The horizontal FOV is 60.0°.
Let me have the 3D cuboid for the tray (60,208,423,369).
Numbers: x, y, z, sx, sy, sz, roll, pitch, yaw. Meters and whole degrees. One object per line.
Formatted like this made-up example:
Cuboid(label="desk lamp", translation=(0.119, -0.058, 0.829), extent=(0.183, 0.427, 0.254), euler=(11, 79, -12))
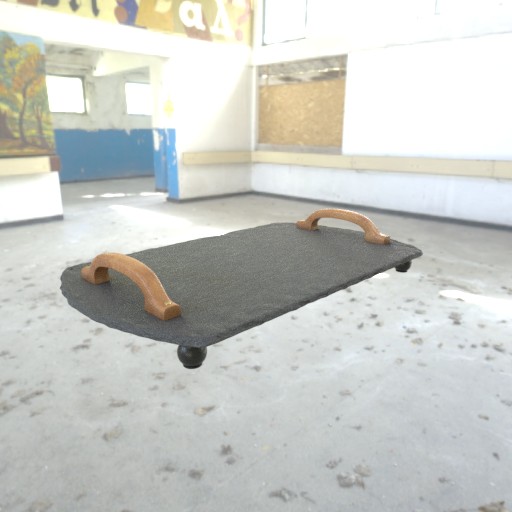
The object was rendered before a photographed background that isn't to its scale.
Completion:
Cuboid(label="tray", translation=(0.000, 0.000, 0.476), extent=(0.387, 0.062, 0.231), euler=(-15, 22, -43))
